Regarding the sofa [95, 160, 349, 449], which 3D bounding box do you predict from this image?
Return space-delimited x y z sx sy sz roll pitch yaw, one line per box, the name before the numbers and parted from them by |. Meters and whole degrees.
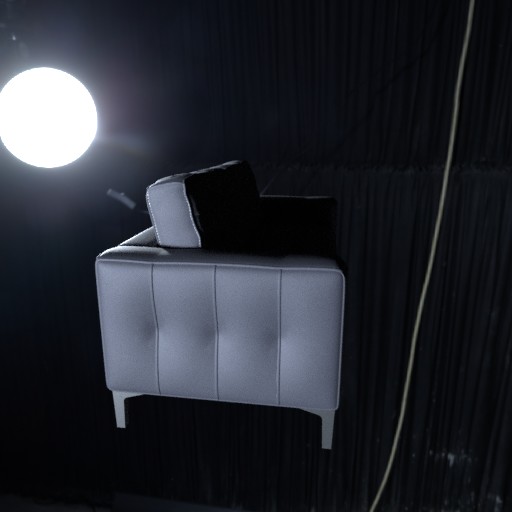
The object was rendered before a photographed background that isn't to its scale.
sofa | 0.000 0.000 2.231 0.833 0.893 1.726 2 15 9
